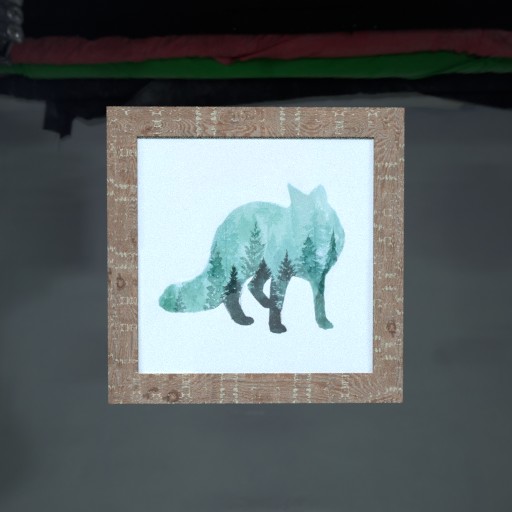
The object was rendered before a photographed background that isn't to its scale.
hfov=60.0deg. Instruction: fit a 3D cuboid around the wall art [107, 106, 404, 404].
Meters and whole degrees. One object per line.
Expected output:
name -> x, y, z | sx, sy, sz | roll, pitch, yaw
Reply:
wall art -> 0.000, 0.000, 0.581 | 0.384, 0.384, 0.012 | 0, 1, -1
